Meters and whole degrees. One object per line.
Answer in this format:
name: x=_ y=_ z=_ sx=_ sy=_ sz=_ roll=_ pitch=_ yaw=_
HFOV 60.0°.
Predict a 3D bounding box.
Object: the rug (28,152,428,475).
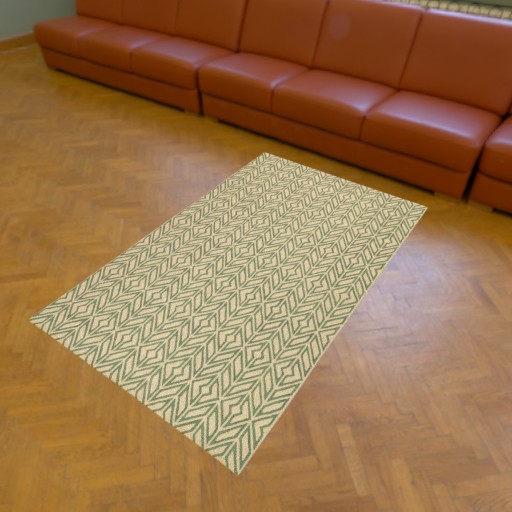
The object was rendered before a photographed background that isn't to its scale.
rug: x=0.000 y=0.000 z=2.984 sx=1.517 sy=0.011 sz=2.435 roll=25 pitch=47 yaw=25
